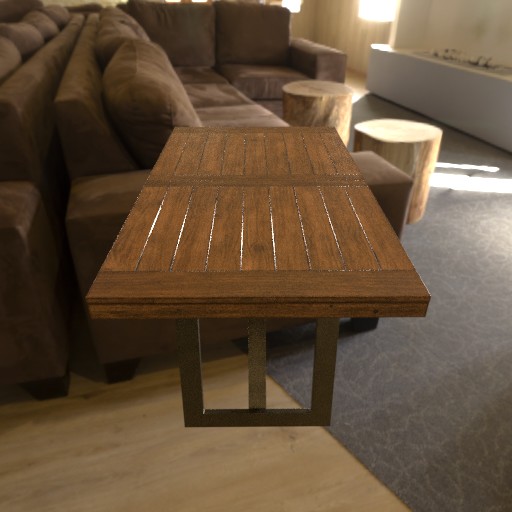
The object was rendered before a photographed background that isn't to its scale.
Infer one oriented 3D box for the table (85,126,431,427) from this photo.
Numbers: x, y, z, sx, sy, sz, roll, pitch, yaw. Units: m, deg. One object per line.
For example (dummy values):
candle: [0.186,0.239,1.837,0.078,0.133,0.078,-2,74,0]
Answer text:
table: [0.000,0.000,2.090,0.931,0.757,1.641,0,32,0]
